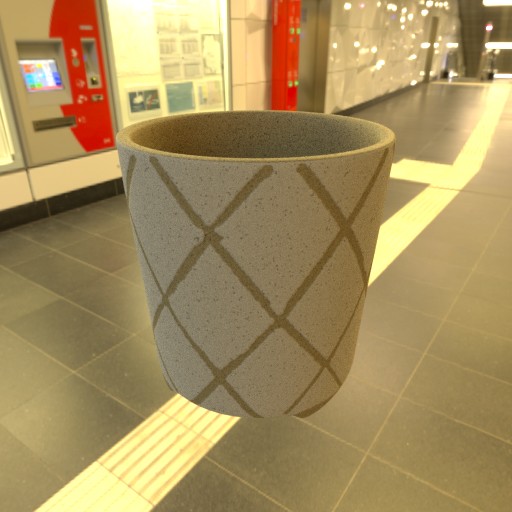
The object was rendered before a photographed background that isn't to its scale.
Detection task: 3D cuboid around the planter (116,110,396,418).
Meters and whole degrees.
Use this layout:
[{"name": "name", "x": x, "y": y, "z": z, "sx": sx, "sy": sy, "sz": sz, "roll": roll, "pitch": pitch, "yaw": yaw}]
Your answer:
[{"name": "planter", "x": 0.000, "y": 0.000, "z": 0.355, "sx": 0.191, "sy": 0.199, "sz": 0.191, "roll": 0, "pitch": 26, "yaw": 0}]
